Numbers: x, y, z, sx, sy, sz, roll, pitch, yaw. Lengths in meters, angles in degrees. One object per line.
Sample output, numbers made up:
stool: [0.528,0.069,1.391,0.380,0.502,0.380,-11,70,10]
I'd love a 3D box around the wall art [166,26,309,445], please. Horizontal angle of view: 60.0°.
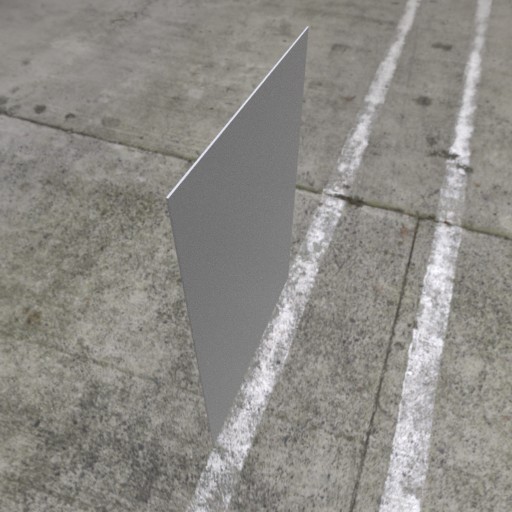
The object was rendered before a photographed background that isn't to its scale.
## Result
wall art: [0.000,0.000,0.779,0.003,0.609,0.457,16,49,14]
